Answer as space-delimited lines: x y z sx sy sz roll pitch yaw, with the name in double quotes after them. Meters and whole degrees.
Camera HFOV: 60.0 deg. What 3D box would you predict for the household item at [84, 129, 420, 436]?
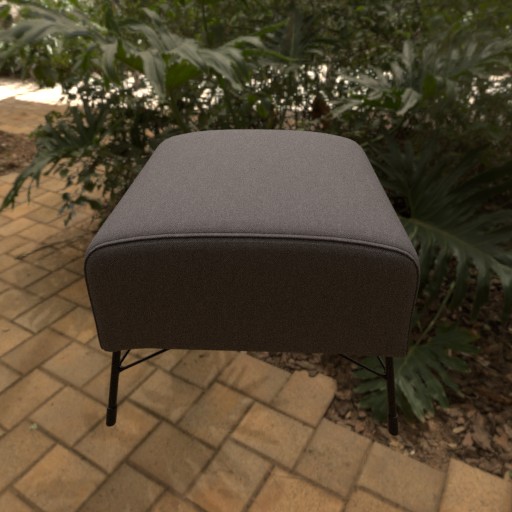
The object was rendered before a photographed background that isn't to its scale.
0.000 0.000 0.910 0.530 0.410 0.530 1 32 2 "household item"
